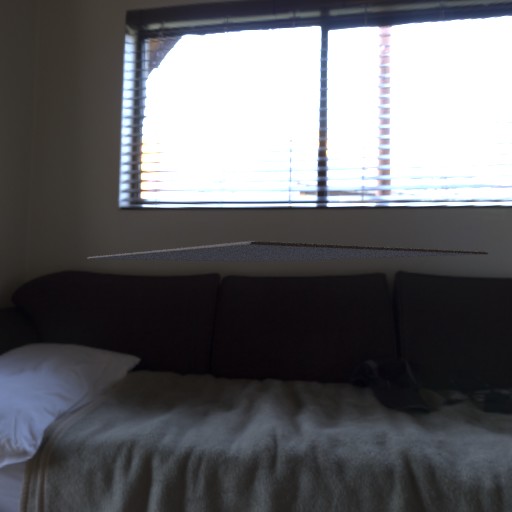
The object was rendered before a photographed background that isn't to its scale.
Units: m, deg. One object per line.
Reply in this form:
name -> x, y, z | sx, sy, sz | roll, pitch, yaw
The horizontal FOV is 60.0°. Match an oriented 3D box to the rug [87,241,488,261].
rug -> 0.000, 0.000, 2.763 | 1.517, 0.013, 2.115 | 1, -2, -35
